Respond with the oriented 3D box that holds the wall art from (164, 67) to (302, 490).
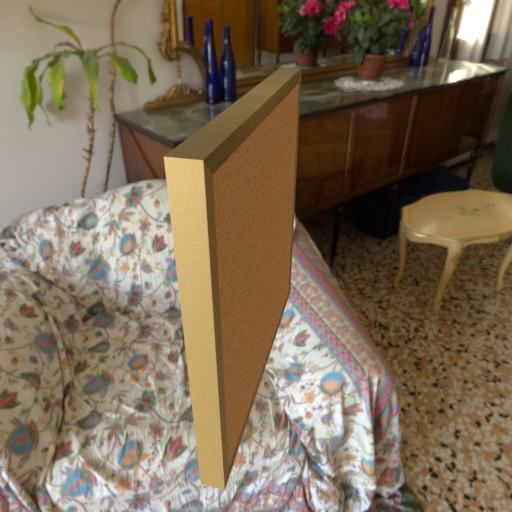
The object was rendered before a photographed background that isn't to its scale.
[{"bbox_3d":[0.000,0.000,0.737,0.038,0.508,0.507,8,33,13],"label":"wall art"}]
